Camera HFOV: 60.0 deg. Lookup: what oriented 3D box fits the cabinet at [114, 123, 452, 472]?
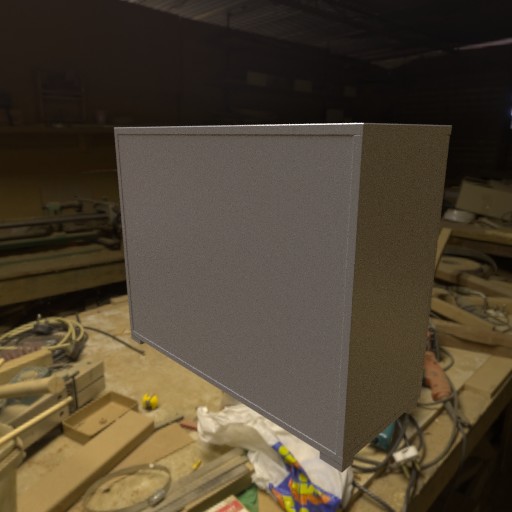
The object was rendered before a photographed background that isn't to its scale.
[{"bbox_3d":[0.000,0.000,1.430,0.400,0.800,1.000,-15,21,-42],"label":"cabinet"}]
